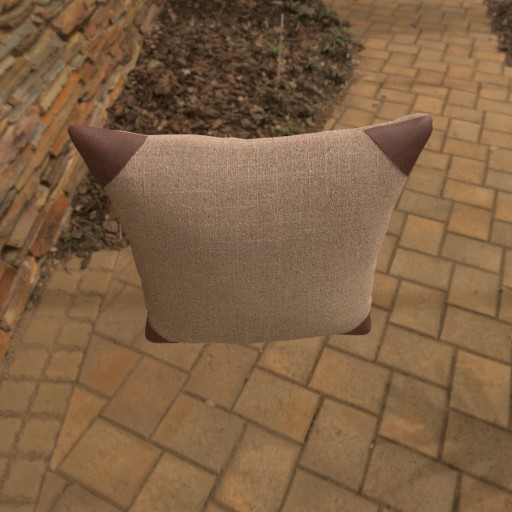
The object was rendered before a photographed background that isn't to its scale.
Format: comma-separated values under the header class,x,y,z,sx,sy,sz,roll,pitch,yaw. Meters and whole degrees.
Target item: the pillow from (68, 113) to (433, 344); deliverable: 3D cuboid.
class,x,y,z,sx,sy,sz,roll,pitch,yaw
pillow,0.000,0.000,0.676,0.437,0.448,0.147,-3,46,-3
